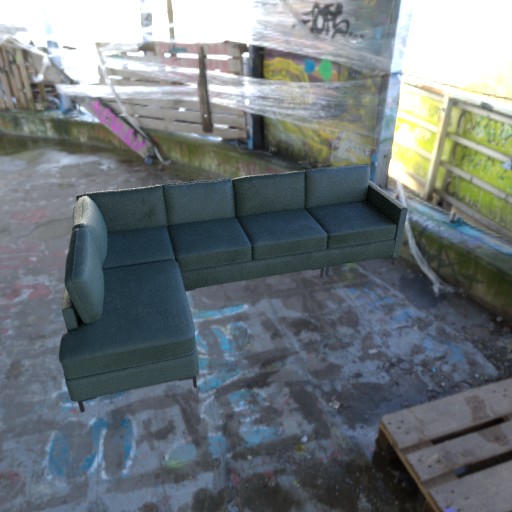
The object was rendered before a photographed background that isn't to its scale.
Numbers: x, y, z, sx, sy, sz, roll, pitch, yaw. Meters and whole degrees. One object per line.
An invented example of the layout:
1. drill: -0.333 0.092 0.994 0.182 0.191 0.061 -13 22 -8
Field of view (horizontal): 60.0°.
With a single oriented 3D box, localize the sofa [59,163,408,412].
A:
1. sofa: 0.000 0.000 4.246 3.384 0.996 2.048 -9 32 -14
